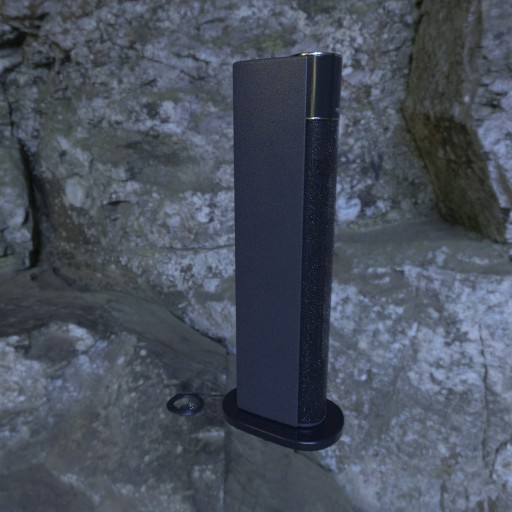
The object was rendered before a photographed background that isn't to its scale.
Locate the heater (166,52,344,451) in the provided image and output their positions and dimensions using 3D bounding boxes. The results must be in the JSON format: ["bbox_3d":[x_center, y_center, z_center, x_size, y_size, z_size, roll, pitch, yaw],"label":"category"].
[{"bbox_3d":[0.000,0.000,1.052,0.458,0.856,0.214,7,17,25],"label":"heater"}]
